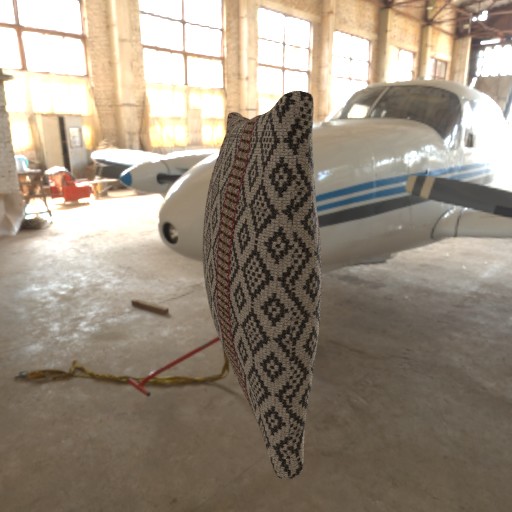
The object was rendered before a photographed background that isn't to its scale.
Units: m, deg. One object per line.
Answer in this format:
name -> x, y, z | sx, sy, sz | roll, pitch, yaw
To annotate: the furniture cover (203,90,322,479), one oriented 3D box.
furniture cover -> 0.000, 0.000, 0.777 | 0.182, 0.506, 0.503 | -3, 16, -11
